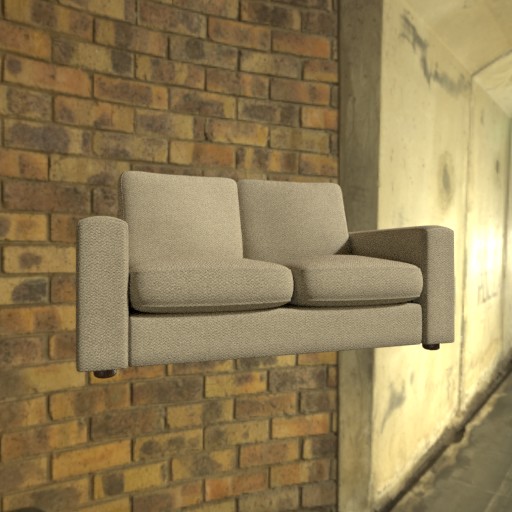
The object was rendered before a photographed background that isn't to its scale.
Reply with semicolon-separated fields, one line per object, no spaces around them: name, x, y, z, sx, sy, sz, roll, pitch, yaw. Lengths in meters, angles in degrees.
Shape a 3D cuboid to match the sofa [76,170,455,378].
sofa;0.000;0.000;2.202;1.616;0.873;1.016;0;0;-19
